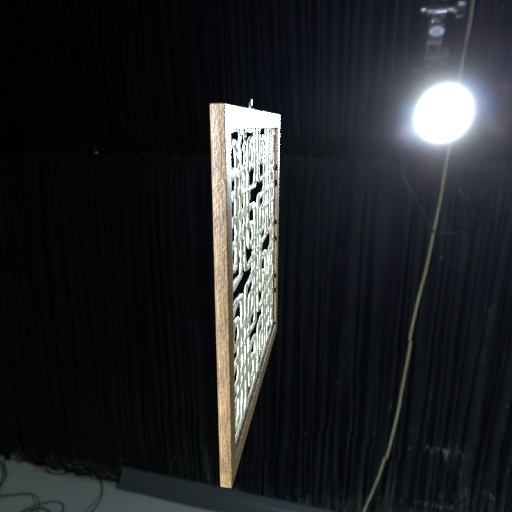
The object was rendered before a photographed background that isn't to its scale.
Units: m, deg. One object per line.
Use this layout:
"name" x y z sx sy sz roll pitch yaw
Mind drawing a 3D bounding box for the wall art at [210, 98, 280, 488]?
"wall art" 0.000 0.000 0.866 0.021 0.582 0.561 3 17 9
